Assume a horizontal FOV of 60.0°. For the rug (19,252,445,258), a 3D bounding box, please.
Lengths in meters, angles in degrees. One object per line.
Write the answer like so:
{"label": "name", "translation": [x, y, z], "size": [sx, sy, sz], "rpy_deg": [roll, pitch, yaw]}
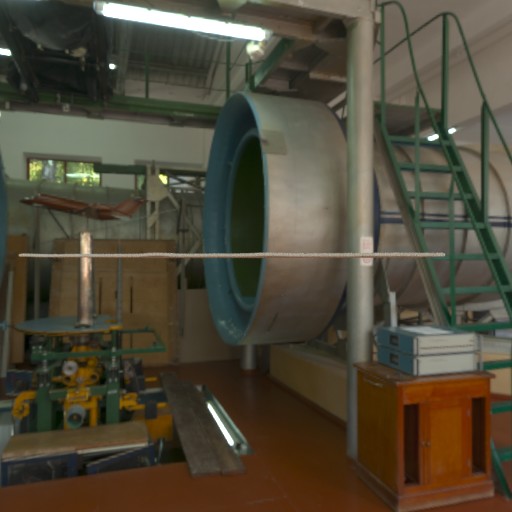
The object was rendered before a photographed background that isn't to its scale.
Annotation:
{"label": "rug", "translation": [0.000, 0.000, 0.886], "size": [0.639, 0.006, 0.548], "rpy_deg": [0, 0, 17]}
